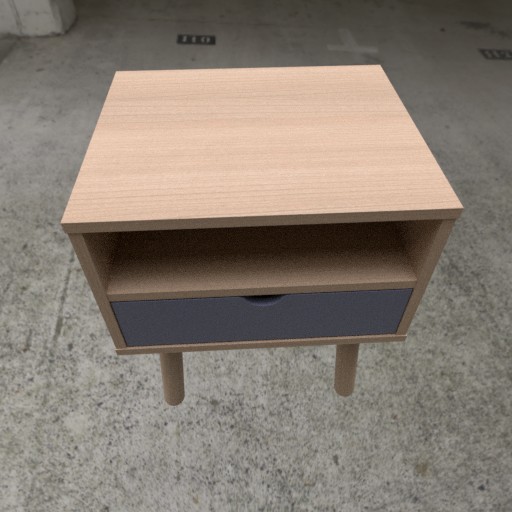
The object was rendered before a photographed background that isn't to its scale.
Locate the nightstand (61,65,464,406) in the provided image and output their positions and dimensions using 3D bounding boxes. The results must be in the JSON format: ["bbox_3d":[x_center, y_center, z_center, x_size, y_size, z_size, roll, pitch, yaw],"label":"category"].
[{"bbox_3d":[0.000,0.000,0.816,0.450,0.530,0.380,-2,46,-2],"label":"nightstand"}]
